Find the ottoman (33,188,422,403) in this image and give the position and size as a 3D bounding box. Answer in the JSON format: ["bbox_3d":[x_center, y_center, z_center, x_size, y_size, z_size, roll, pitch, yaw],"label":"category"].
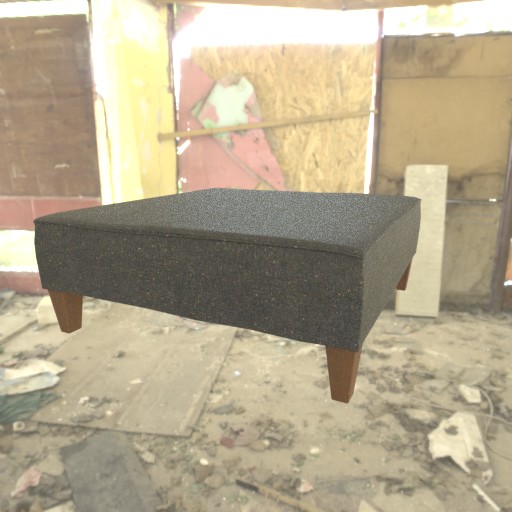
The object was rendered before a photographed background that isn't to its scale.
[{"bbox_3d":[0.000,0.000,1.545,0.968,0.382,1.004,7,16,25],"label":"ottoman"}]
